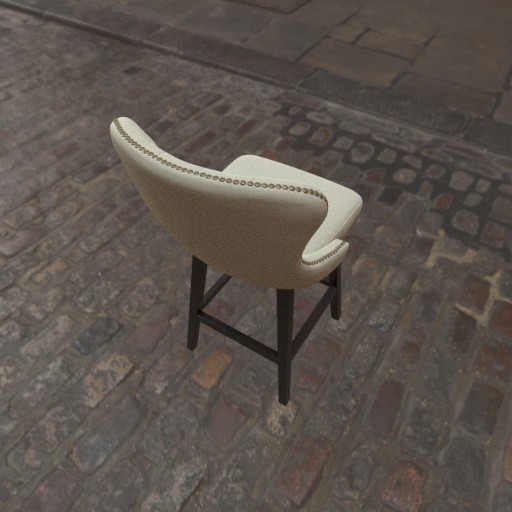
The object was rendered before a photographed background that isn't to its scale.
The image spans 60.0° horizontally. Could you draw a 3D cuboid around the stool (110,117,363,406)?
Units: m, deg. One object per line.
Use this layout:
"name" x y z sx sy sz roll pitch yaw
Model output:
"stool" 0.000 0.000 1.318 0.528 0.971 0.593 25 51 22
